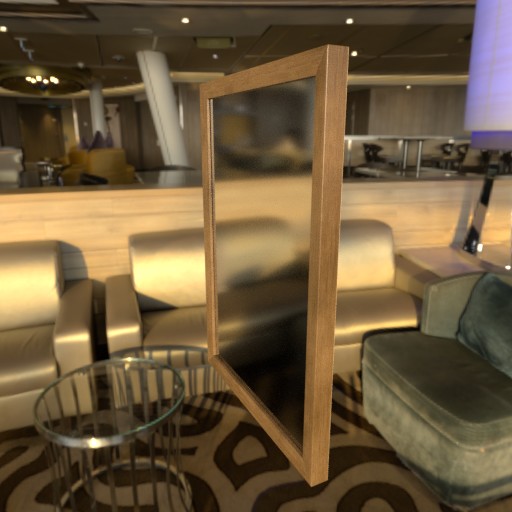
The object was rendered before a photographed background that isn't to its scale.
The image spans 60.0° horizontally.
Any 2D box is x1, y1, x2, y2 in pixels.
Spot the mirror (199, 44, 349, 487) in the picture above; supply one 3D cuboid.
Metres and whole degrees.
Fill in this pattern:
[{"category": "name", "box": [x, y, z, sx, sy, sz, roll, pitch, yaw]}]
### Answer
[{"category": "mirror", "box": [0.000, 0.000, 0.911, 0.040, 0.710, 0.507, -7, 17, -26]}]
